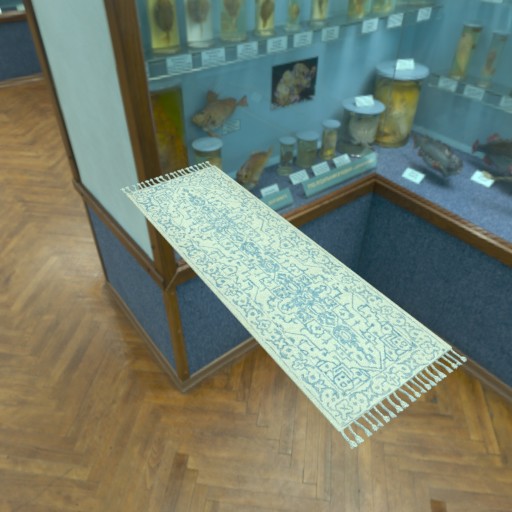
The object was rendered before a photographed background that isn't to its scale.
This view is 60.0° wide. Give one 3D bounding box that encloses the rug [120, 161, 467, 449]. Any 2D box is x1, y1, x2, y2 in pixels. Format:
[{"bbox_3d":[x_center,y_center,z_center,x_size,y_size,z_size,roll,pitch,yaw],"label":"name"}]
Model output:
[{"bbox_3d":[0.000,0.000,2.726,0.774,0.011,2.449,-24,46,-26],"label":"rug"}]
